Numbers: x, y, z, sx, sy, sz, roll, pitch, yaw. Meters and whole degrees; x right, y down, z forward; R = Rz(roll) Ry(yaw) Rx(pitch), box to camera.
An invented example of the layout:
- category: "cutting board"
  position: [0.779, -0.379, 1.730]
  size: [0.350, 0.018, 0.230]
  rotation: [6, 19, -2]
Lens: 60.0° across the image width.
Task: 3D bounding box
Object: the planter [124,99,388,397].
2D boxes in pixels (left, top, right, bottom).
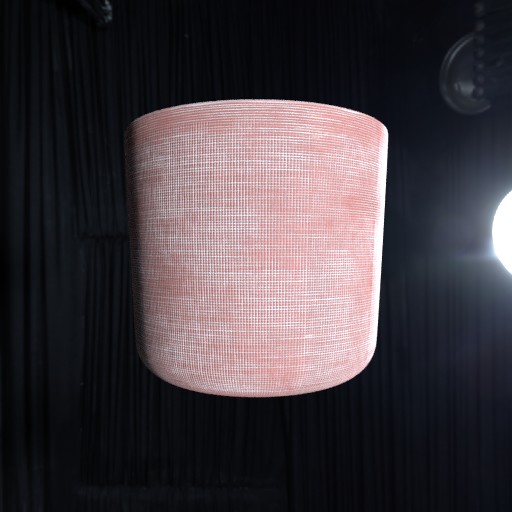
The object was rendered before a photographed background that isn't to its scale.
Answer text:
- category: "planter"
  position: [0.000, 0.000, 0.775]
  size: [0.440, 0.398, 0.440]
  rotation: [0, 1, 0]
